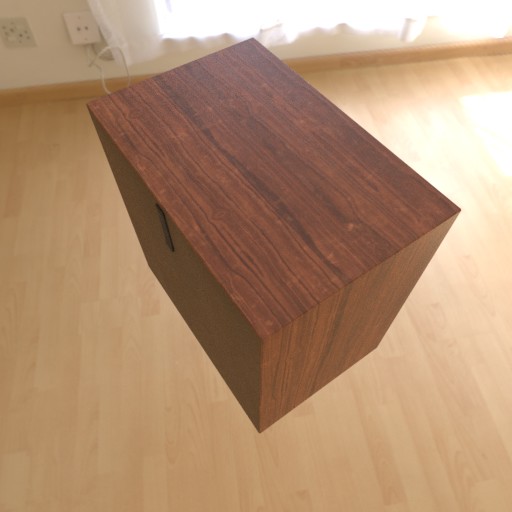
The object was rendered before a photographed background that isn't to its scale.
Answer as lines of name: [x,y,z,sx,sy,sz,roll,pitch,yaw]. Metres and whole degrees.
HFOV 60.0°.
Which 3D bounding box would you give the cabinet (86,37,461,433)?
cabinet: [0.000,0.000,1.093,0.410,0.695,0.607,-30,62,-18]
